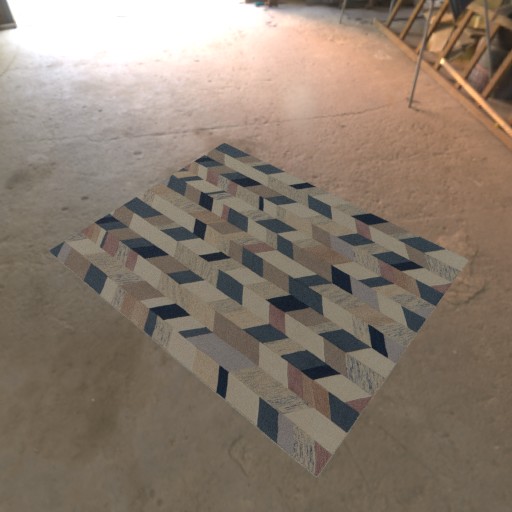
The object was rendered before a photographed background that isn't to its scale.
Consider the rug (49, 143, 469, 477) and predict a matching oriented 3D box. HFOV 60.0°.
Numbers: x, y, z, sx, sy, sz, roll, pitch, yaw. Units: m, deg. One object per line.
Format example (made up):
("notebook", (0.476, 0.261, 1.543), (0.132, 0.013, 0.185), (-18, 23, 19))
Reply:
("rug", (0.000, 0.000, 4.113), (3.072, 0.011, 2.451), (31, 54, 26))
